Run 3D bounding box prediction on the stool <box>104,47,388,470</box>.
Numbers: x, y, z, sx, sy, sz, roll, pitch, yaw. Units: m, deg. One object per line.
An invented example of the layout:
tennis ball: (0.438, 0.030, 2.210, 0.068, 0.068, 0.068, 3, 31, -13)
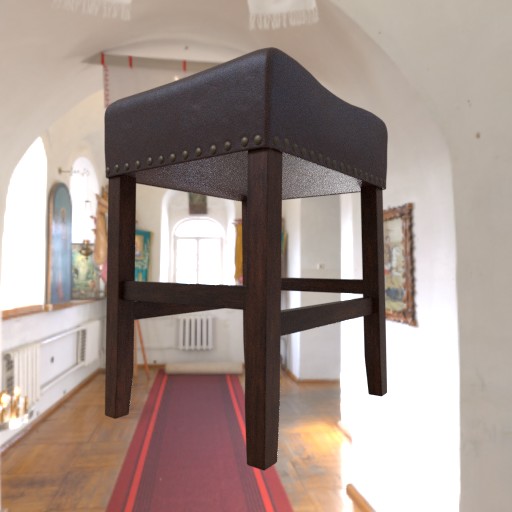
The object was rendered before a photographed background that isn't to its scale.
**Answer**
stool: (0.000, 0.000, 0.915, 0.397, 0.608, 0.465, -1, -1, 37)
